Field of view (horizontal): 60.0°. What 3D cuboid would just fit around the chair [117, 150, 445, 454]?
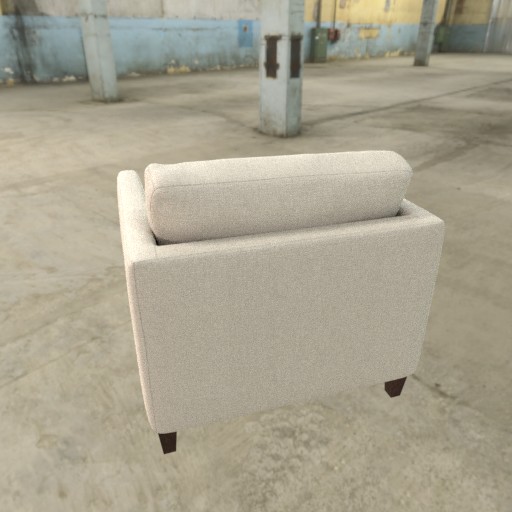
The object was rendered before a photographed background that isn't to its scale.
[{"bbox_3d":[0.000,0.000,1.759,0.996,0.919,0.959,-8,27,-16],"label":"chair"}]
